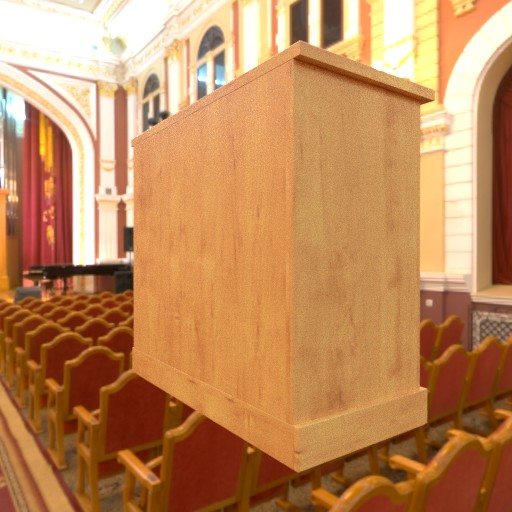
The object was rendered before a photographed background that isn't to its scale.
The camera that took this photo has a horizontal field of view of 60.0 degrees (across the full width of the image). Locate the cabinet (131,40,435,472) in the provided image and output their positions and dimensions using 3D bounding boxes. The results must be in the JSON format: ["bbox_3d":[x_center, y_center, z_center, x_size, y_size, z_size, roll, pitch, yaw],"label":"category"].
[{"bbox_3d":[0.000,0.000,1.362,0.450,0.840,0.920,0,1,-36],"label":"cabinet"}]
